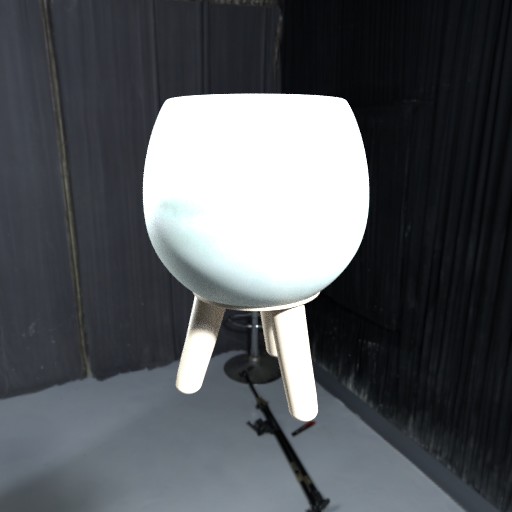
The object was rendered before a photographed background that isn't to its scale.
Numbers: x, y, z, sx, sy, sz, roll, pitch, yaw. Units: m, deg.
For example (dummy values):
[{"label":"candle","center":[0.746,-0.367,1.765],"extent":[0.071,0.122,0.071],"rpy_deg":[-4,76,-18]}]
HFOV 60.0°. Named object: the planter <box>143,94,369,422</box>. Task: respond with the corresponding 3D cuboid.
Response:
[{"label":"planter","center":[0.000,0.000,0.338],"extent":[0.161,0.224,0.161],"rpy_deg":[0,16,0]}]
